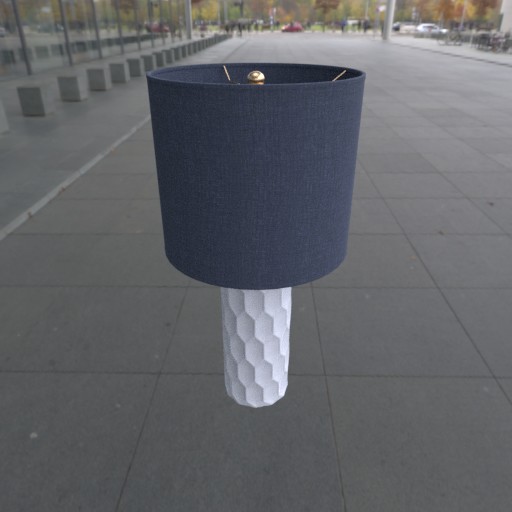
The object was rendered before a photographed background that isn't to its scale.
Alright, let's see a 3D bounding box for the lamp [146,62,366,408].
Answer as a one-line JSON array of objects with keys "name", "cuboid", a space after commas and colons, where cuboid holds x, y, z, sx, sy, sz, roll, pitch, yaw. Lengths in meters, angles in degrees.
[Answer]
[{"name": "lamp", "cuboid": [0.000, 0.000, 0.694, 0.277, 0.537, 0.277, 8, 29, 15]}]
